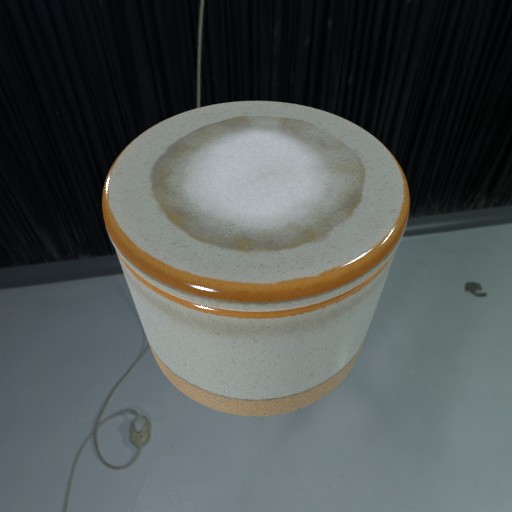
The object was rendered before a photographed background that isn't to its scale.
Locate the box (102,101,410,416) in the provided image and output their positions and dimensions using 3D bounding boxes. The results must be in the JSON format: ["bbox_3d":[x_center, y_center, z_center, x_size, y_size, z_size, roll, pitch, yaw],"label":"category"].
[{"bbox_3d":[0.000,0.000,0.214,0.123,0.100,0.123,0,47,0],"label":"box"}]
